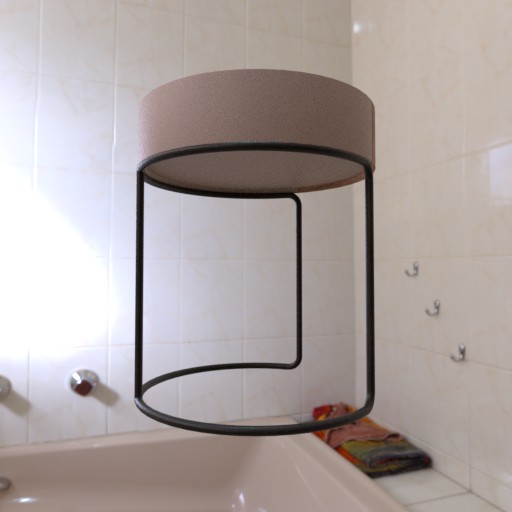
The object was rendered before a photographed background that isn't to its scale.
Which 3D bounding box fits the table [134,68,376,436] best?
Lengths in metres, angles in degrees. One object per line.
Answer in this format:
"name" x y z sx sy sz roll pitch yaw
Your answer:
"table" 0.000 0.000 0.857 0.450 0.530 0.450 0 -2 0
